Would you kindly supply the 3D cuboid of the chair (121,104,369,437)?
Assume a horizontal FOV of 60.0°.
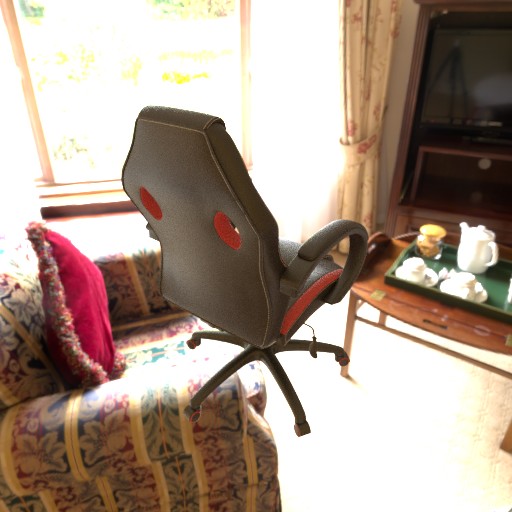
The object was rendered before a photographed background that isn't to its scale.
[{"bbox_3d":[0.000,0.000,1.691,0.750,1.189,0.783,21,35,33],"label":"chair"}]
